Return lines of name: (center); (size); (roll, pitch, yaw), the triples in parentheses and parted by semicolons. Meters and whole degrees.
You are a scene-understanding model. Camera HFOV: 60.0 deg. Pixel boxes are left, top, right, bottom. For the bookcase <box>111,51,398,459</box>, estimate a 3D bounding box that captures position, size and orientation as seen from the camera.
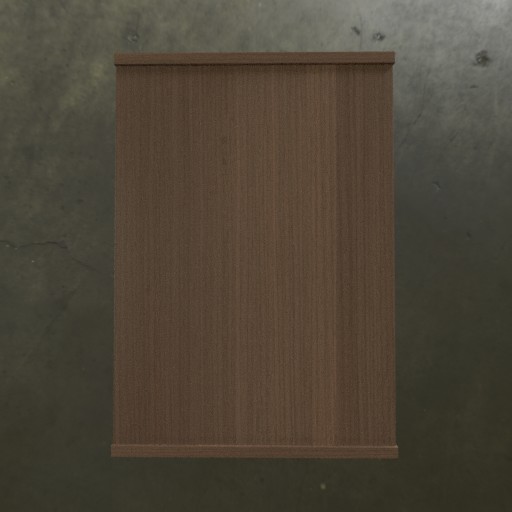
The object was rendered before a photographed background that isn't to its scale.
bookcase: (0.000, 0.000, 0.605); (0.290, 0.305, 0.415); (0, 89, 1)
